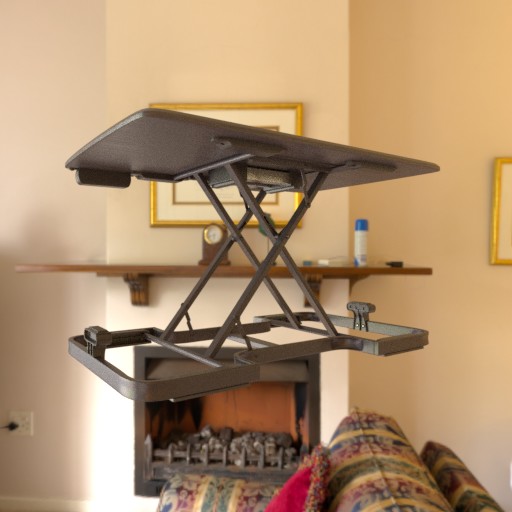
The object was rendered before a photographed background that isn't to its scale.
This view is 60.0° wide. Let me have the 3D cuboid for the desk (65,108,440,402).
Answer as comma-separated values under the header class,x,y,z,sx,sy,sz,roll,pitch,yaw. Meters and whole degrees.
class,x,y,z,sx,sy,sz,roll,pitch,yaw
desk,0.000,0.000,1.124,0.820,0.470,0.546,0,1,-36
